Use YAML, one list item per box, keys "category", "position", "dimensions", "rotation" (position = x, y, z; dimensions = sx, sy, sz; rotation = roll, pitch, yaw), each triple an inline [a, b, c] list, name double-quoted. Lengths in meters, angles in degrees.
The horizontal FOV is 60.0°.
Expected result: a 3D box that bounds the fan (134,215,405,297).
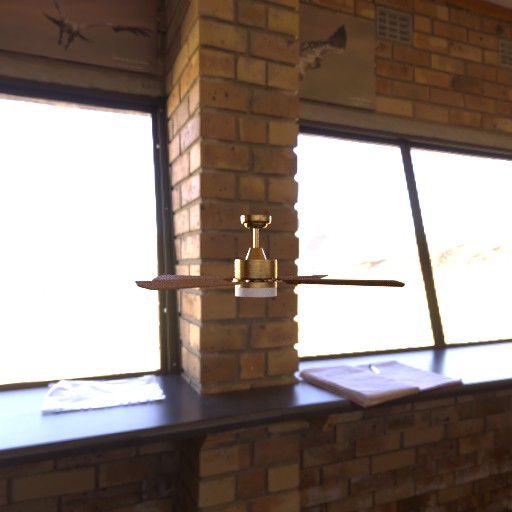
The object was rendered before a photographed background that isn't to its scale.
- category: "fan"
  position: [0.000, 0.000, 1.983]
  dimensions: [1.320, 0.355, 1.320]
  rotation: [-1, -1, 36]
